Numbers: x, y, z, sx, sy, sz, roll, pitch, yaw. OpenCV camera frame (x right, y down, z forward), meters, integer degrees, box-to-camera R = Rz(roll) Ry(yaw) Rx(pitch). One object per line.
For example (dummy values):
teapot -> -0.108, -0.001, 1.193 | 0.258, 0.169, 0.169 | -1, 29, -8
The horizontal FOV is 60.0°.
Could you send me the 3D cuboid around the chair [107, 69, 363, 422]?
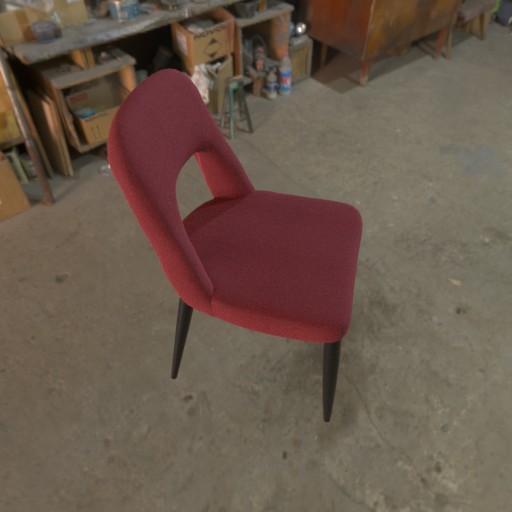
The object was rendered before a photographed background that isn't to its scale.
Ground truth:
chair -> 0.000, 0.000, 1.216 | 0.569, 0.892, 0.483 | 10, 47, 10
